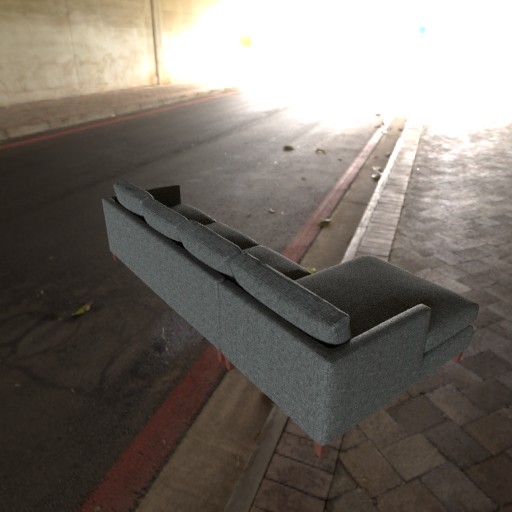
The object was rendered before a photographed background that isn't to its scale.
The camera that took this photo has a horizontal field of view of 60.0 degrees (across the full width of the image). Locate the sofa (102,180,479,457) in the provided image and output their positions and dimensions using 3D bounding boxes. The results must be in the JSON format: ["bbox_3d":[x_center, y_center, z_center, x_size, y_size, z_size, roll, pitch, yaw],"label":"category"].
[{"bbox_3d":[0.000,0.000,4.083,1.635,0.960,3.485,-18,31,-33],"label":"sofa"}]
